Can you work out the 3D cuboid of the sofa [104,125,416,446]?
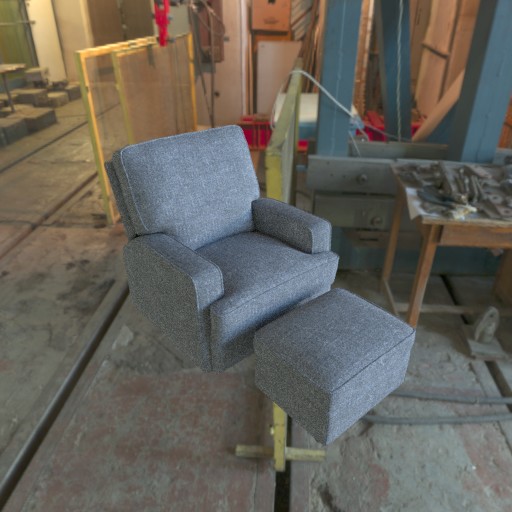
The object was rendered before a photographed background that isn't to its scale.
[{"bbox_3d":[0.000,0.000,2.110,0.861,0.959,1.472,-23,37,-34],"label":"sofa"}]
